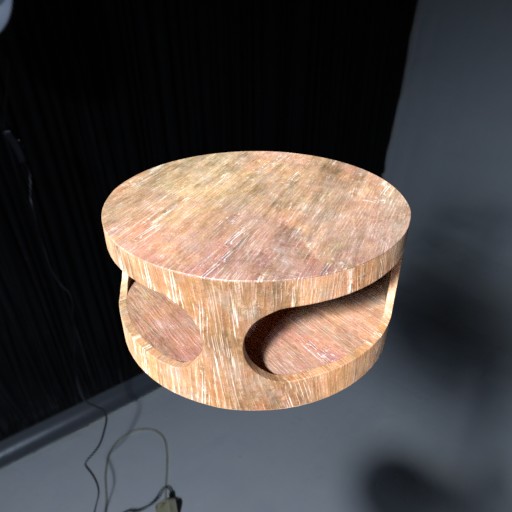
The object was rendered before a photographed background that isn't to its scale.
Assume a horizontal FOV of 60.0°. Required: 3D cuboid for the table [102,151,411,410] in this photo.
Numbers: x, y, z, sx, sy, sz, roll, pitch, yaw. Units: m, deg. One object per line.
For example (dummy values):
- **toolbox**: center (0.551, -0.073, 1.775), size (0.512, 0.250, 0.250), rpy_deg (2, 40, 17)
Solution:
- **table**: center (0.000, 0.000, 1.573), size (0.974, 0.450, 0.974), rpy_deg (0, 31, 0)
